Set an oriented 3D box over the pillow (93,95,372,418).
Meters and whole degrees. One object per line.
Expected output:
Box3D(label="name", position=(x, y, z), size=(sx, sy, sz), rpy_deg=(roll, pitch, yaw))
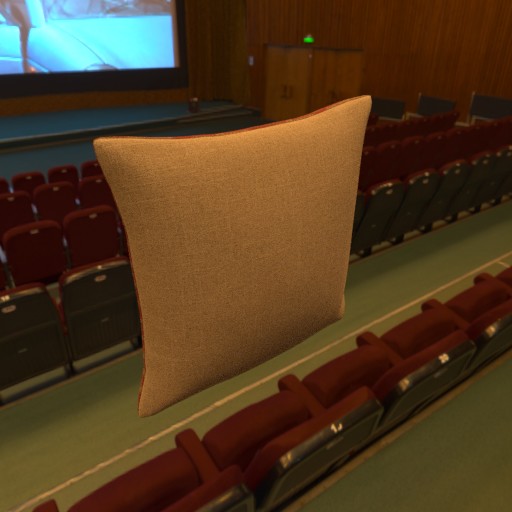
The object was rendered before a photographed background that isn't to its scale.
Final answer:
Box3D(label="pillow", position=(0.000, 0.000, 0.798), size=(0.511, 0.503, 0.182), rpy_deg=(-20, 35, -31))
